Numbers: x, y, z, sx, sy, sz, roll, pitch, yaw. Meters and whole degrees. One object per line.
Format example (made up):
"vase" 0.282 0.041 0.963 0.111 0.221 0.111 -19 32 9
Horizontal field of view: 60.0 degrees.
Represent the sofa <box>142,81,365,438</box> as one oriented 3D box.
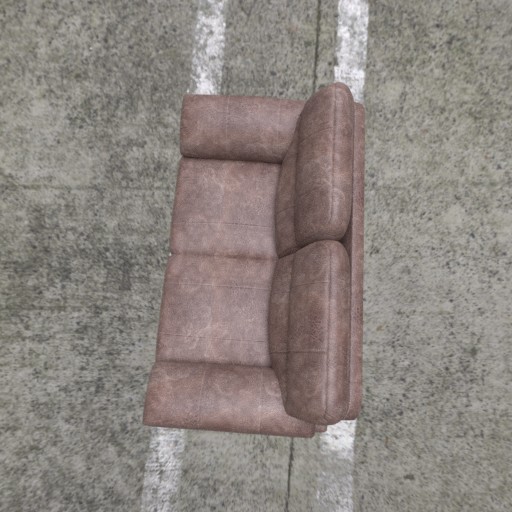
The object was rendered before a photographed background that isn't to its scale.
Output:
"sofa" 0.000 0.000 2.361 0.991 0.991 1.753 4 76 1
